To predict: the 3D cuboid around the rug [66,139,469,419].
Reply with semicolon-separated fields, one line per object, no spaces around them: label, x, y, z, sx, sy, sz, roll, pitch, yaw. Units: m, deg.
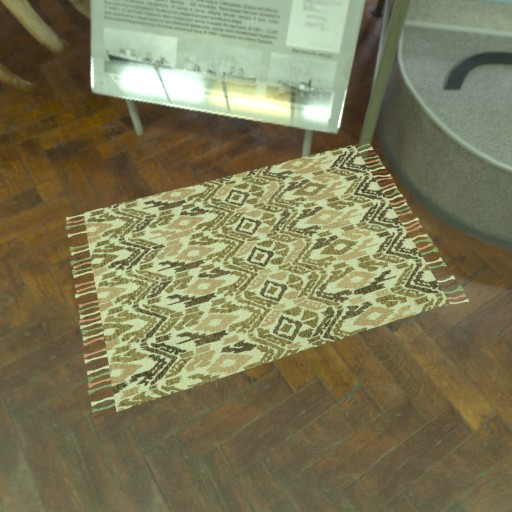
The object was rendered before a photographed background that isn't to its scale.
rug;0.000;0.000;3.052;2.438;0.008;1.524;-16;61;-9
